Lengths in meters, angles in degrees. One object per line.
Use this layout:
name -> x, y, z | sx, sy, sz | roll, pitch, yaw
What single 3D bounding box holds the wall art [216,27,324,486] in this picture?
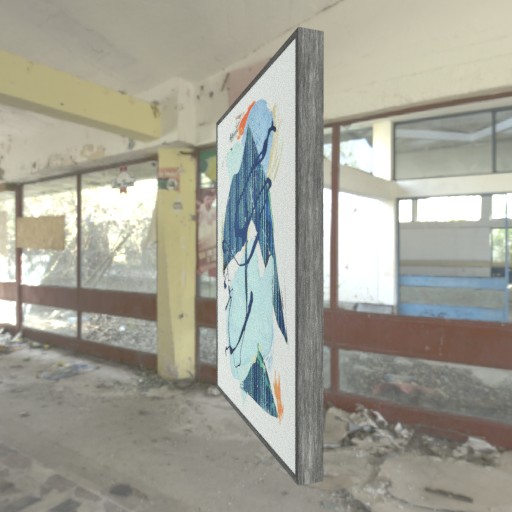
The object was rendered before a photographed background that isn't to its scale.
wall art -> 0.000, 0.000, 1.351 | 0.063, 1.016, 0.762 | 0, 0, -19
